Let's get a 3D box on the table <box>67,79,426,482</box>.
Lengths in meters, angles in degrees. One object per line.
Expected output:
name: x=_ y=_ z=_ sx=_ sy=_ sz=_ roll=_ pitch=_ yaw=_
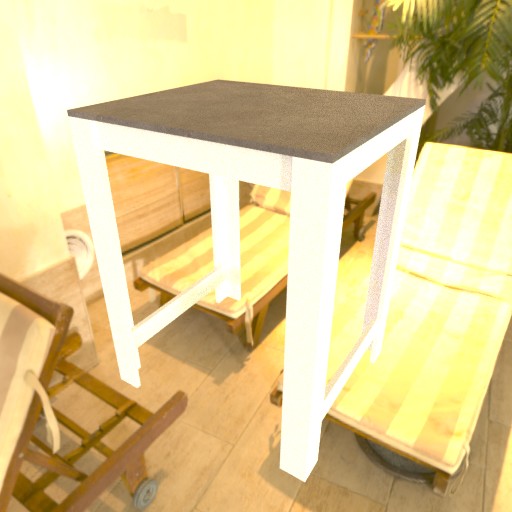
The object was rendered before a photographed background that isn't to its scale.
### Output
table: x=0.000 y=0.000 z=1.548 sx=0.800 sy=1.020 sz=0.700 roll=17 pitch=34 yaw=28
